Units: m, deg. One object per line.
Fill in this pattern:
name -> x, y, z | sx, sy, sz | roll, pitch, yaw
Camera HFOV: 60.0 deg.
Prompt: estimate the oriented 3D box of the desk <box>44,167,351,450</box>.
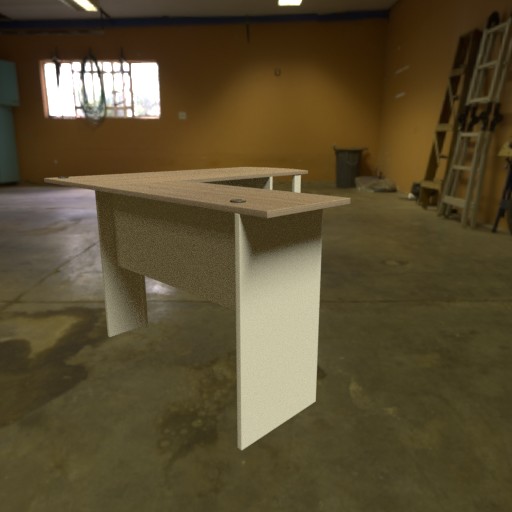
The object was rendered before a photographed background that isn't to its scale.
desk -> 0.000, 0.000, 2.045 | 1.361, 0.716, 1.303 | 14, 20, 43
